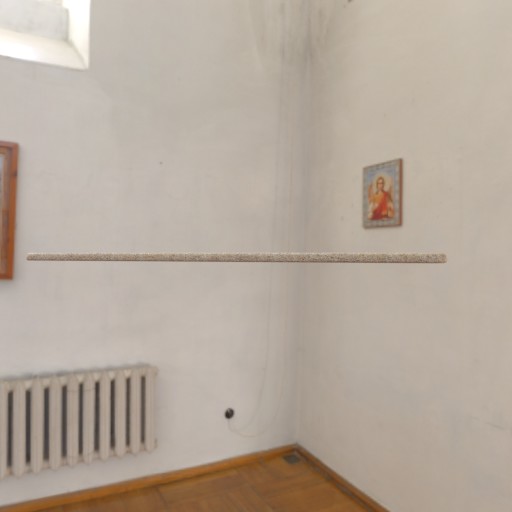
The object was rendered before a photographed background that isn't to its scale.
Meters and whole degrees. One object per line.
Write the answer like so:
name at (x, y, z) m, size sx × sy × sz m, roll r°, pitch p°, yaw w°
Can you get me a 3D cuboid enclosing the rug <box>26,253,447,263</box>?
rug at (0.000, 0.000, 3.391) m, size 2.528 × 0.048 × 2.009 m, roll 0°, pitch 0°, yaw 18°
